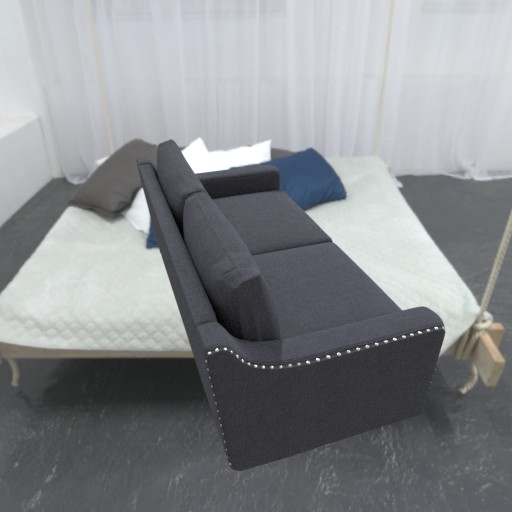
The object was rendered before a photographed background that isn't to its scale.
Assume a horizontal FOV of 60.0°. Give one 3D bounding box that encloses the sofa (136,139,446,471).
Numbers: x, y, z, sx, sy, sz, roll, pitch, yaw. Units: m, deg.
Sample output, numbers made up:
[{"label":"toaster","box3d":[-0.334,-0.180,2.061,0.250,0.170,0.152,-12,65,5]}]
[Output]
[{"label":"sofa","box3d":[0.000,0.000,3.243,1.336,1.196,2.550,-10,33,-16]}]
